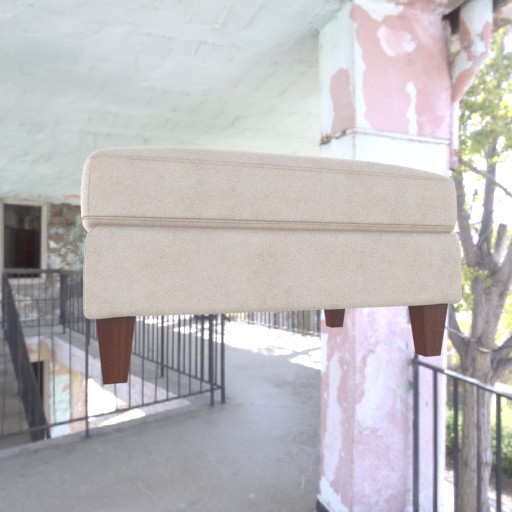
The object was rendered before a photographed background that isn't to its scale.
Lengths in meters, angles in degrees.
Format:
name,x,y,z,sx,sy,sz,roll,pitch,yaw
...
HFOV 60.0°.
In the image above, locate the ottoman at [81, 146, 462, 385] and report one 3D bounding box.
name,x,y,z,sx,sy,sz,roll,pitch,yaw
ottoman,0.000,0.000,1.188,0.864,0.483,0.584,0,0,-19
